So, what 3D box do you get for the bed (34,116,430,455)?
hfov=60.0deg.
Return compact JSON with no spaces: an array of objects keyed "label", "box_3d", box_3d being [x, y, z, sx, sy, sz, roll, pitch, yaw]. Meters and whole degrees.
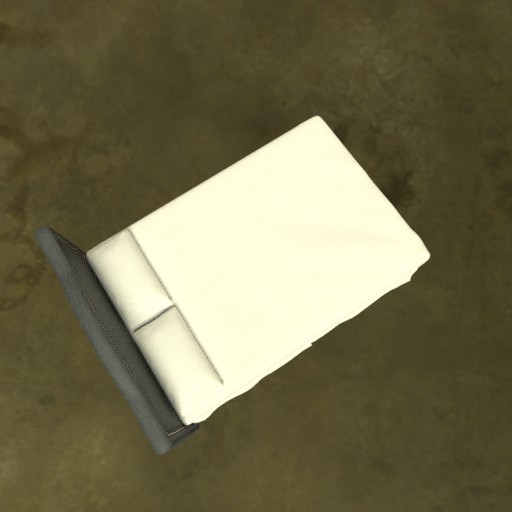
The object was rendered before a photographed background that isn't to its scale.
[{"label":"bed","box_3d":[0.000,0.000,3.572,2.507,1.441,1.747,-33,77,-9]}]
